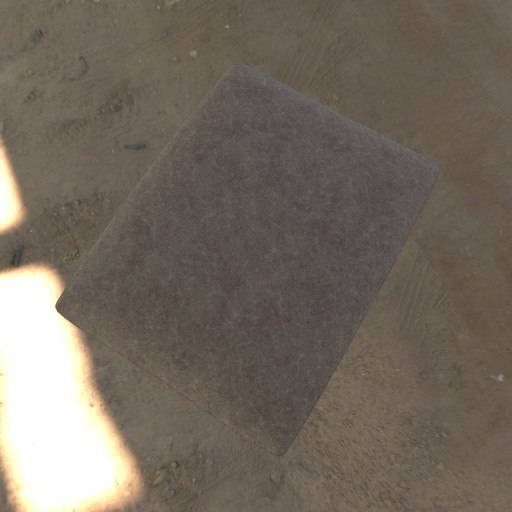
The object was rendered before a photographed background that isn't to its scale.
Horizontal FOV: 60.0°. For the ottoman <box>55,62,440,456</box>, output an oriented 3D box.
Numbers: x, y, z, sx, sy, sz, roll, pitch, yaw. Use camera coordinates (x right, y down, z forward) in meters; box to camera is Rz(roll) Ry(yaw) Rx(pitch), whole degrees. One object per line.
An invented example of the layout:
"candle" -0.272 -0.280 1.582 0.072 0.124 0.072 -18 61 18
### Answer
"ottoman" 0.000 0.000 1.147 0.584 0.513 0.741 31 77 8
